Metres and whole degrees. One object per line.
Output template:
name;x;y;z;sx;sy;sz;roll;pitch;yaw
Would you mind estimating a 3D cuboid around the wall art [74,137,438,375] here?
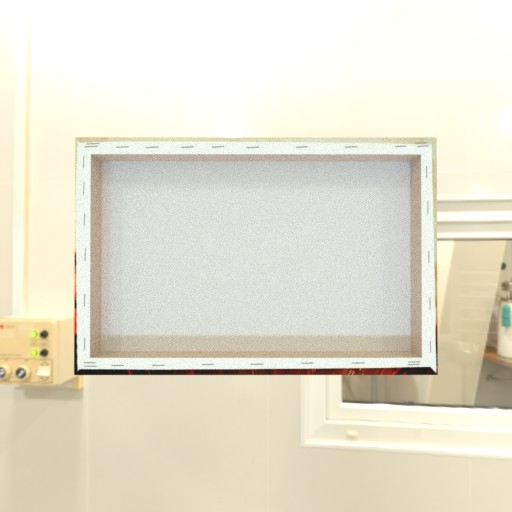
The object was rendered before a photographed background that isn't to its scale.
wall art;0.000;0.000;0.485;0.383;0.251;0.037;0;-1;0
